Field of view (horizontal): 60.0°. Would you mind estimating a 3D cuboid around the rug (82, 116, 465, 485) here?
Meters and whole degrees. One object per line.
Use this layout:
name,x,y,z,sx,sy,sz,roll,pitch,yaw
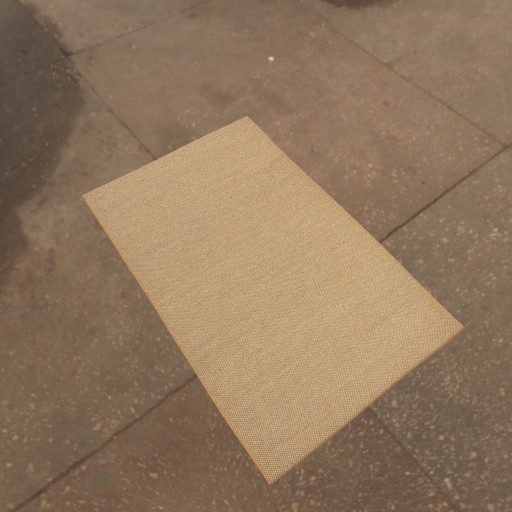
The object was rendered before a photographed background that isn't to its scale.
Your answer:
rug,0.000,0.000,2.143,1.078,0.013,1.678,-31,63,-18
